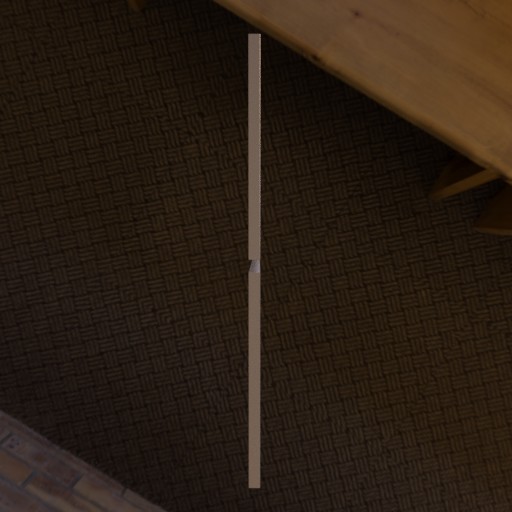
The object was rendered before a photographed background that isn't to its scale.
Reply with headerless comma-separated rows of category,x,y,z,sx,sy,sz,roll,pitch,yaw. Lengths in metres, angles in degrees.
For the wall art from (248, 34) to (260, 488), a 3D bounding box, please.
wall art,0.000,0.000,1.649,0.029,1.118,1.118,0,93,0
